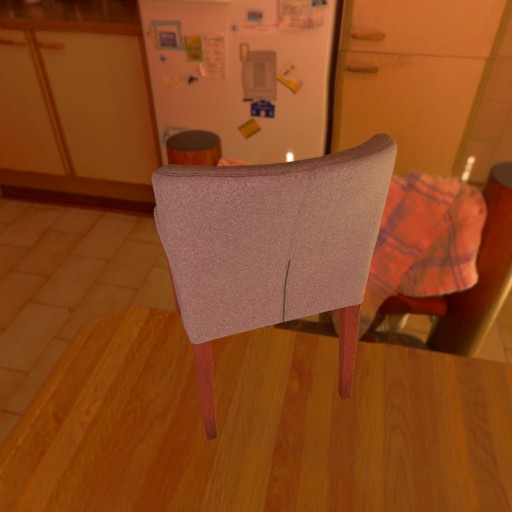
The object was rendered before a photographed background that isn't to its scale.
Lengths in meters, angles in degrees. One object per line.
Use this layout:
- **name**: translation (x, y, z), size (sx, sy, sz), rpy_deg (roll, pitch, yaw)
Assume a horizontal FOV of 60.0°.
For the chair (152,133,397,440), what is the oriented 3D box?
- **chair**: translation (0.000, 0.000, 1.198), size (0.491, 0.839, 0.592), rpy_deg (-12, 41, -14)
